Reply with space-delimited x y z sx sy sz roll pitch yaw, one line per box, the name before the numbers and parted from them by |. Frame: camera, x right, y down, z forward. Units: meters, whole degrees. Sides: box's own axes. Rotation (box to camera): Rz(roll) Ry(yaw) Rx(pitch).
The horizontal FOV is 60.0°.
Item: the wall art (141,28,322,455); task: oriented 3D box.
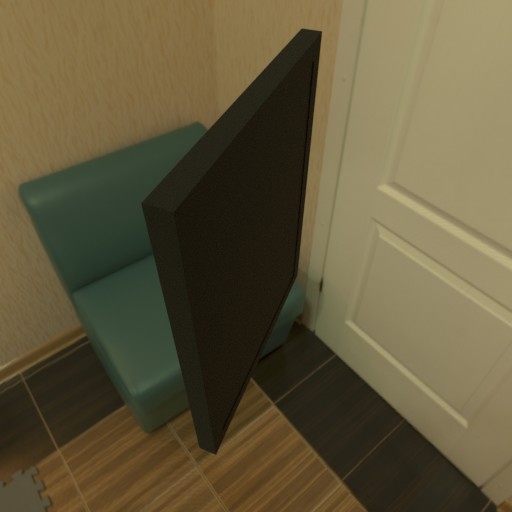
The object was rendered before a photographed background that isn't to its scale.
wall art | 0.000 0.000 0.732 0.033 0.559 0.457 16 48 15
